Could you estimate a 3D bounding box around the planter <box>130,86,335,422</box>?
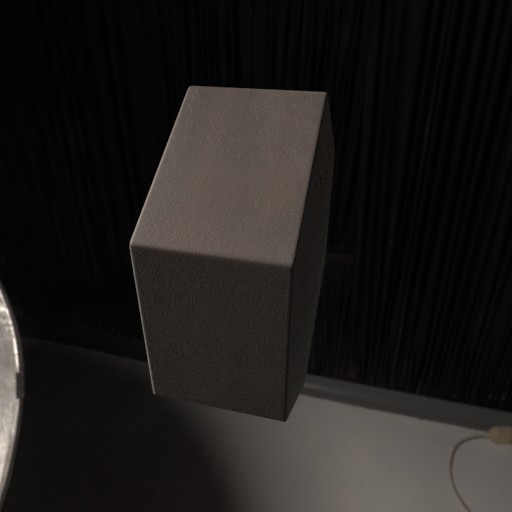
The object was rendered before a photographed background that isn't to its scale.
[{"bbox_3d":[0.000,0.000,0.289,0.077,0.206,0.169,7,31,12],"label":"planter"}]
